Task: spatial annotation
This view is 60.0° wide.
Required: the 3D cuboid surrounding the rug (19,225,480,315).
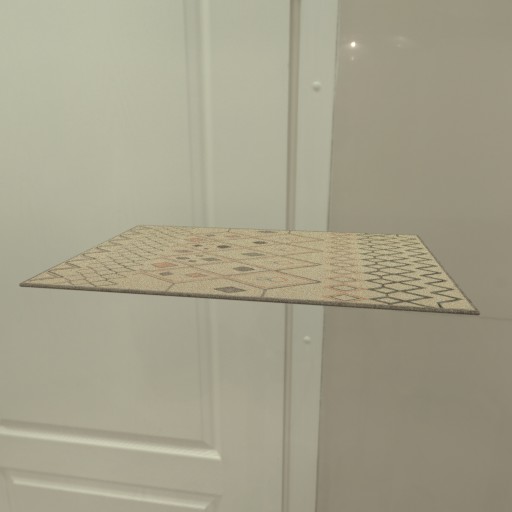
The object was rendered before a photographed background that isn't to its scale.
[{"bbox_3d":[0.000,0.000,2.303,1.829,0.016,1.219,3,16,9],"label":"rug"}]
